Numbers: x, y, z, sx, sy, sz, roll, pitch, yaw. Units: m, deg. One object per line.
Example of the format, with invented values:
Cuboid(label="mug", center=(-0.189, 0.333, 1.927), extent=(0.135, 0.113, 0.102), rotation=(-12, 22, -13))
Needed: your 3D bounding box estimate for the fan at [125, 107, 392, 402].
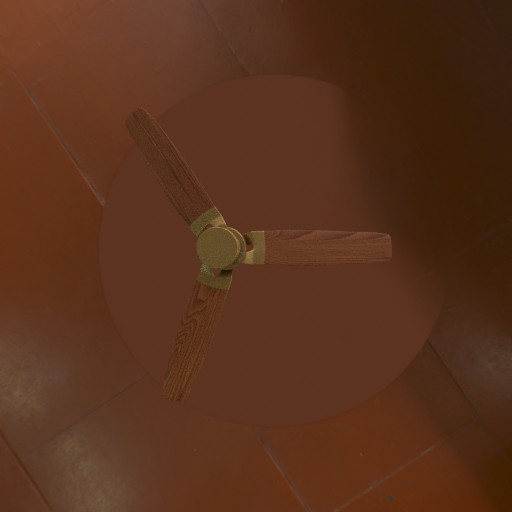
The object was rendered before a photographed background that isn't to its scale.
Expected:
Cuboid(label="fan", center=(0.000, 0.000, 2.026), extent=(1.271, 0.425, 1.416), rotation=(0, 91, 2))
